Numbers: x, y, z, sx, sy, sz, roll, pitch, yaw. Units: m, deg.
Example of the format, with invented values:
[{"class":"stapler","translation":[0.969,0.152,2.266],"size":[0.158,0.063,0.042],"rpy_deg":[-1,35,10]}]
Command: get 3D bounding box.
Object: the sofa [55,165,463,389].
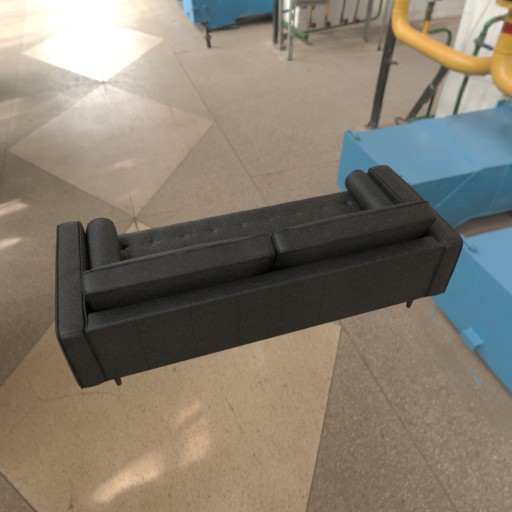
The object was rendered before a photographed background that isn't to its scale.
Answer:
[{"class":"sofa","translation":[0.000,0.000,2.660],"size":[2.210,0.762,0.914],"rpy_deg":[-12,44,-13]}]
